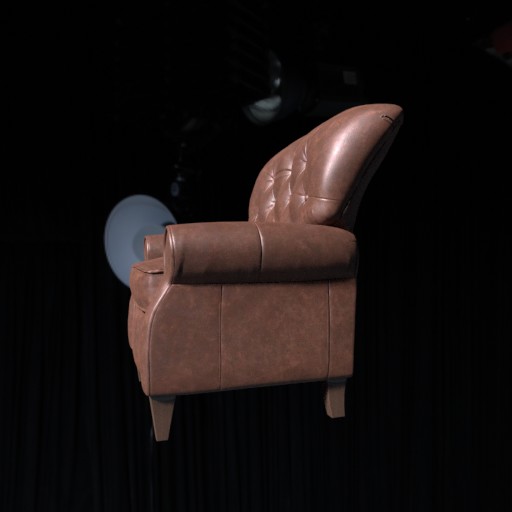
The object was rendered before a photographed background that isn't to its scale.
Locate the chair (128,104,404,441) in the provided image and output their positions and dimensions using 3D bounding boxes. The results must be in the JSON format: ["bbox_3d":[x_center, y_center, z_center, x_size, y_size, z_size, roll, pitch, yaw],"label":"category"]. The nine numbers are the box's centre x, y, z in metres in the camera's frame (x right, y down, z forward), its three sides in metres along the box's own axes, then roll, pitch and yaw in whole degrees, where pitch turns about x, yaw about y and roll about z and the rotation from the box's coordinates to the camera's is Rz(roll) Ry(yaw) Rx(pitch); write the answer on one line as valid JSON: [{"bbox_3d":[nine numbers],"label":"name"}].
[{"bbox_3d":[0.000,0.000,1.879,1.031,1.162,0.979,0,0,-19],"label":"chair"}]
